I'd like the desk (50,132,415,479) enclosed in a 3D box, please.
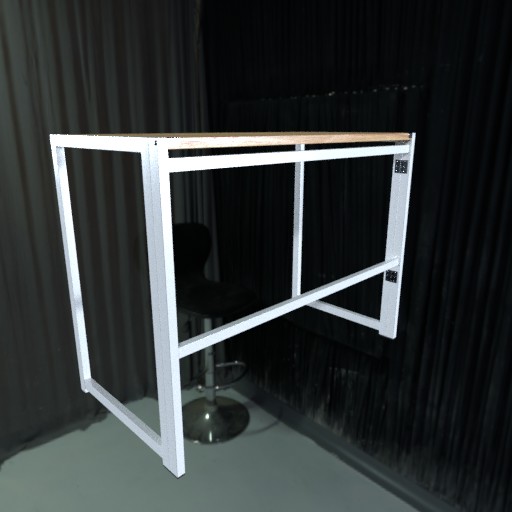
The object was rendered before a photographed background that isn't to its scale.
[{"bbox_3d":[0.000,0.000,1.431,1.016,0.762,0.508,-15,22,-43],"label":"desk"}]
